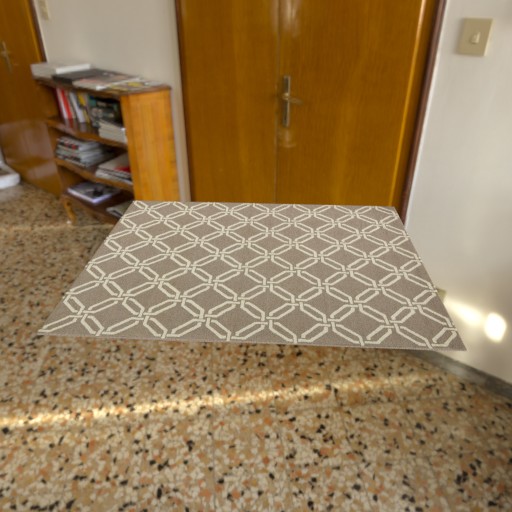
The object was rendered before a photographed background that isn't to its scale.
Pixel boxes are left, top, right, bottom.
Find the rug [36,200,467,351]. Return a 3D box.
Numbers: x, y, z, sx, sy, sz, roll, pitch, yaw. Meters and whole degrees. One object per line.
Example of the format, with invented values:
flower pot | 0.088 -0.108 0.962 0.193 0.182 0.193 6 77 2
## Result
rug | 0.000 0.000 3.944 2.895 0.018 2.288 2 31 3
